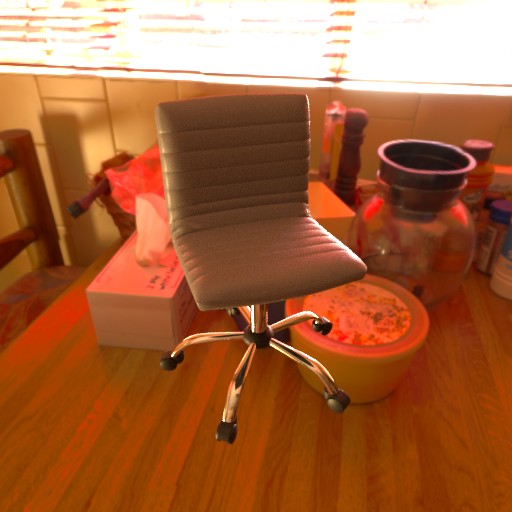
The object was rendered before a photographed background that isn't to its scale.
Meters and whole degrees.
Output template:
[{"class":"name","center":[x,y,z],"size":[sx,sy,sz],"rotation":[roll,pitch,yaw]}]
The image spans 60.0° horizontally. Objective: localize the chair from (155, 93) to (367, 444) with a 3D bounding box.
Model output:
[{"class":"chair","center":[0.000,0.000,1.170],"size":[0.569,0.750,0.542],"rotation":[-9,32,-15]}]
